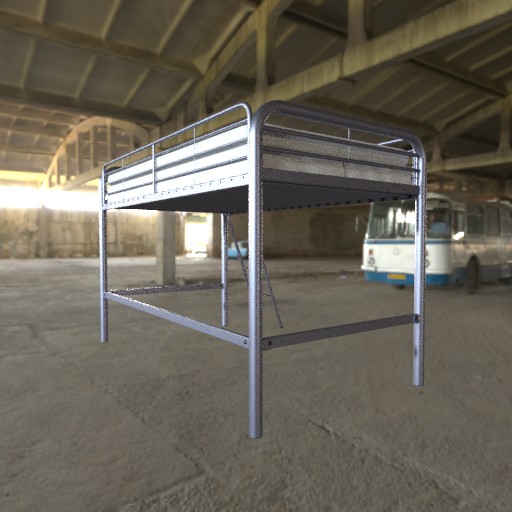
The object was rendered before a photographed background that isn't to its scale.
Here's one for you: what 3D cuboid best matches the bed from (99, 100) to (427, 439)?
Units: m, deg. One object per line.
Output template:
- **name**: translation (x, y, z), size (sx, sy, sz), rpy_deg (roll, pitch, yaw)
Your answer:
- **bed**: translation (0.000, 0.000, 2.842), size (1.415, 1.288, 1.965), rpy_deg (-2, 3, -35)
